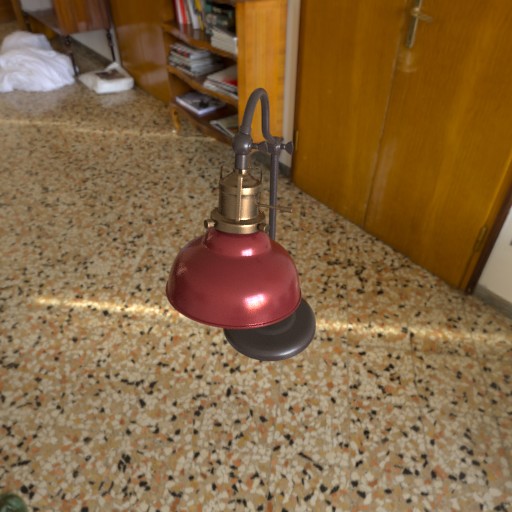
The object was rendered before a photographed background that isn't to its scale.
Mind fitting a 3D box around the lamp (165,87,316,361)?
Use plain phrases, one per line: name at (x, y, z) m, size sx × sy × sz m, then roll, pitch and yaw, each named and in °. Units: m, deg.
lamp at (0.000, 0.000, 0.685) m, size 0.192 × 0.508 × 0.374 m, roll 11°, pitch 41°, yaw 13°
